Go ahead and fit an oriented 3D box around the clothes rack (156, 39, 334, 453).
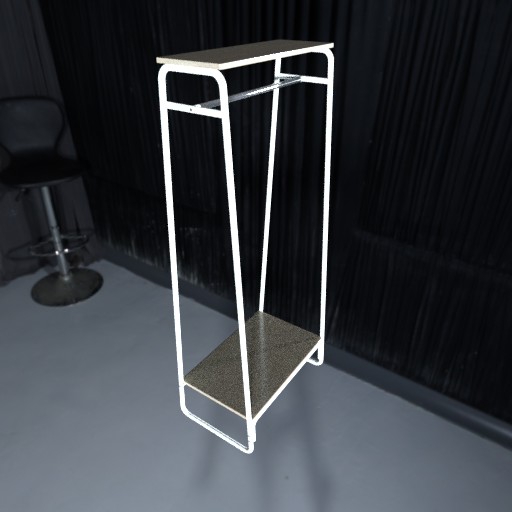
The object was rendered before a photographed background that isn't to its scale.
[{"bbox_3d":[0.000,0.000,1.780,0.400,1.512,0.640,20,36,29],"label":"clothes rack"}]
